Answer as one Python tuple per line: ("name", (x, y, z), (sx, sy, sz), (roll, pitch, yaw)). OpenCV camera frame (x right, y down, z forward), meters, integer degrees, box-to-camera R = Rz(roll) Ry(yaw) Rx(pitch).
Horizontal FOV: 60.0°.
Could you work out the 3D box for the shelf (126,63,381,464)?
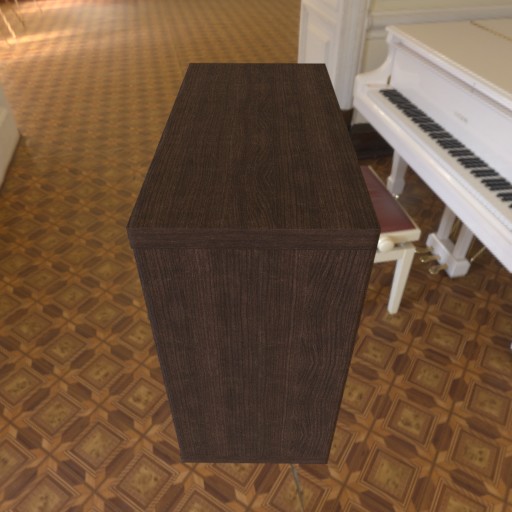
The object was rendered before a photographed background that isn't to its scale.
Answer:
("shelf", (0.000, 0.000, 1.232), (0.390, 0.786, 0.790), (0, 41, 0))
